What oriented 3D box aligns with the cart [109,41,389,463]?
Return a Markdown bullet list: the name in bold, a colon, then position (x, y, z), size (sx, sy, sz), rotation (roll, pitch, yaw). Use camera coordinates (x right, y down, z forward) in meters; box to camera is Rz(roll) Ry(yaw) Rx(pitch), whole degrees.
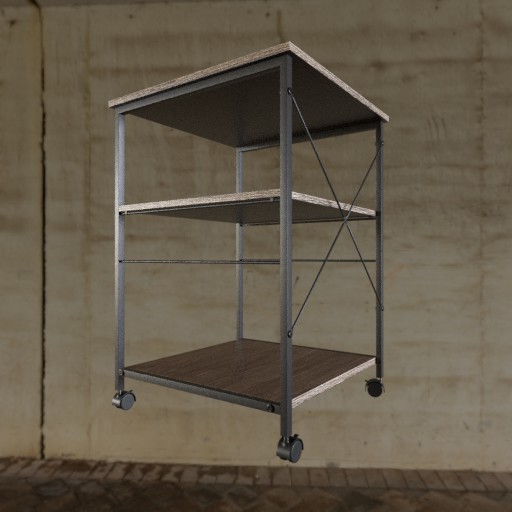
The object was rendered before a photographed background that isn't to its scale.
- **cart**: position (0.000, 0.000, 1.150), size (0.520, 0.762, 0.521), rotation (0, 0, 36)
